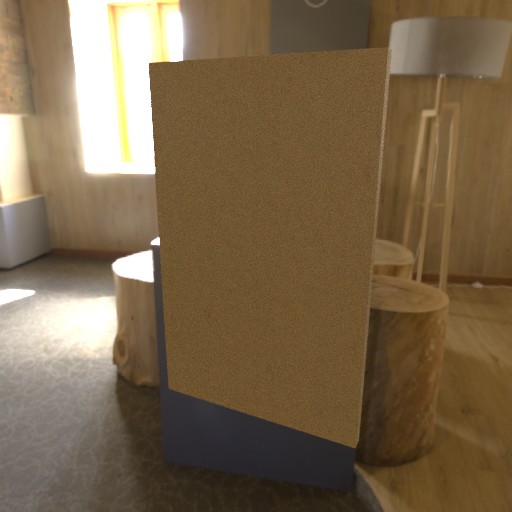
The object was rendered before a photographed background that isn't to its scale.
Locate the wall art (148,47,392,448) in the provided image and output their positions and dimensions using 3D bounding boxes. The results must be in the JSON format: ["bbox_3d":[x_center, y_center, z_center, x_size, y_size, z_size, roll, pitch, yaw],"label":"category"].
[{"bbox_3d":[0.000,0.000,0.981,0.510,0.810,0.039,8,19,25],"label":"wall art"}]
